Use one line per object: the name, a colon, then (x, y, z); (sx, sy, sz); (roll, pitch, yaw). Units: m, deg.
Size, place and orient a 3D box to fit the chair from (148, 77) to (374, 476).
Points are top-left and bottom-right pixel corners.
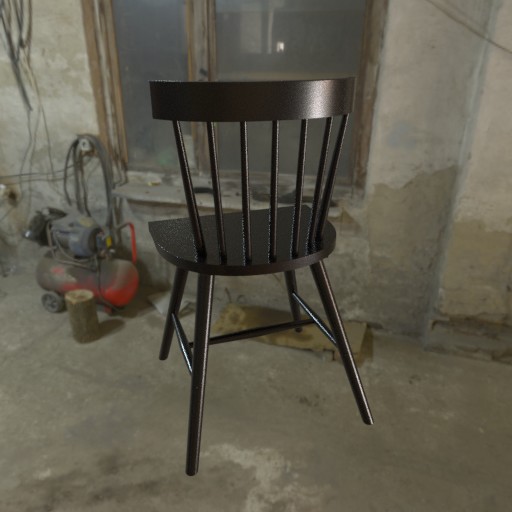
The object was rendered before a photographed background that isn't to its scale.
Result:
chair: (0.000, 0.000, 1.132); (0.506, 0.844, 0.483); (-8, 26, -17)
